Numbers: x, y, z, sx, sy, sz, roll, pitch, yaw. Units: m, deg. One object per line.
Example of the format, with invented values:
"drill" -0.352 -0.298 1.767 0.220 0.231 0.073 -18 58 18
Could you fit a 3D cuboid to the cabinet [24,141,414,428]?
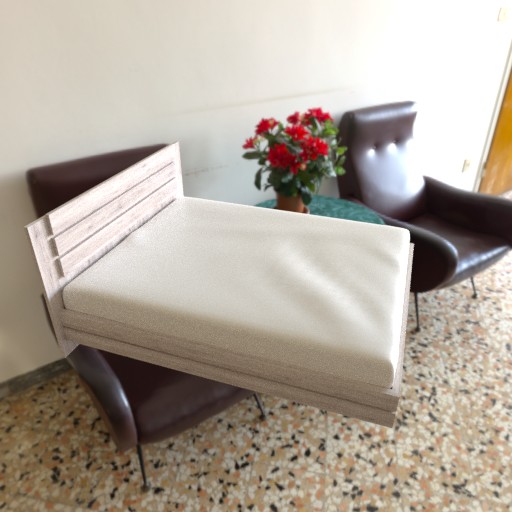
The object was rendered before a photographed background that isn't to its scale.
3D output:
"cabinet" 0.000 0.000 3.078 2.080 0.970 1.750 10 32 17
